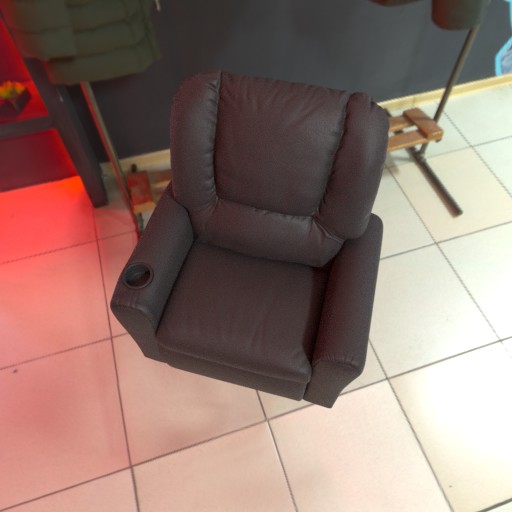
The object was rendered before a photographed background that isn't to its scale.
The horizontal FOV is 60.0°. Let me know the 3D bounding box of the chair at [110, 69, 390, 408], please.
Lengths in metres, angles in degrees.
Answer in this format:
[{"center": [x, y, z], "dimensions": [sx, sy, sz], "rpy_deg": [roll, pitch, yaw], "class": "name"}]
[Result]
[{"center": [0.000, 0.000, 1.119], "dimensions": [0.610, 0.709, 0.521], "rpy_deg": [13, 59, 8], "class": "chair"}]
